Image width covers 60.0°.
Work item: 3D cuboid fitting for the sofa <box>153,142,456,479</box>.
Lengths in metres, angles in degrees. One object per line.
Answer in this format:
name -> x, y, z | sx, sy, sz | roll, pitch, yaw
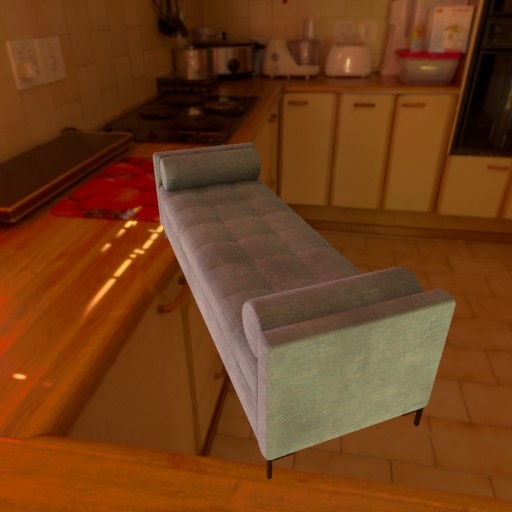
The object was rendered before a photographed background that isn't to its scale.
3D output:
sofa -> 0.000, 0.000, 2.308 | 0.686, 0.635, 1.981 | -11, 32, -18
